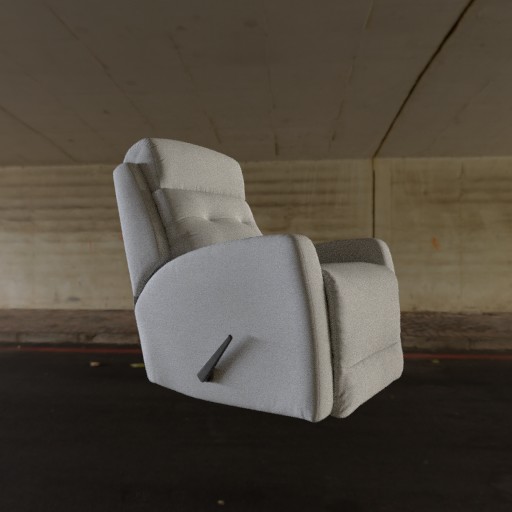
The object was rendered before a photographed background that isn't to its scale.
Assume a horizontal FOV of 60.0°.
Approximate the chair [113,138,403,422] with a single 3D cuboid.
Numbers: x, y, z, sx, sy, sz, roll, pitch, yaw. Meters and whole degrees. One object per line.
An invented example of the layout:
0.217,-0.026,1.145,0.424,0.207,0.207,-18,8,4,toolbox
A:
0.000,0.000,1.790,1.043,1.013,0.798,1,1,36,chair
